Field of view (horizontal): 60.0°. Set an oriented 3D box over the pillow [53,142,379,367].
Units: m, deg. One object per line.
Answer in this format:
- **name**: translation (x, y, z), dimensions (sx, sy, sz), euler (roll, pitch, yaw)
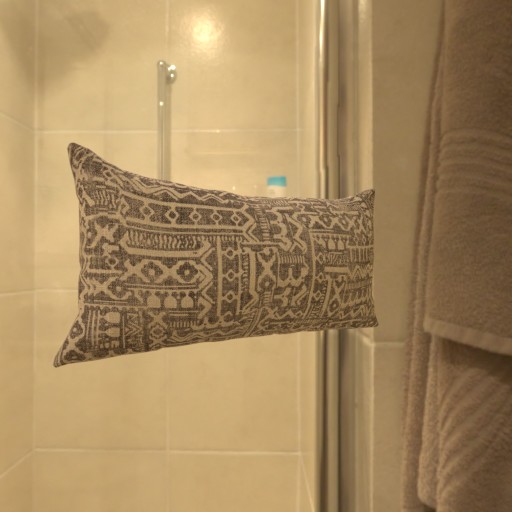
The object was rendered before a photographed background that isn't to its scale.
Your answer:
- **pillow**: translation (0.000, 0.000, 0.745), dimensions (0.631, 0.290, 0.148), euler (1, -1, -36)
